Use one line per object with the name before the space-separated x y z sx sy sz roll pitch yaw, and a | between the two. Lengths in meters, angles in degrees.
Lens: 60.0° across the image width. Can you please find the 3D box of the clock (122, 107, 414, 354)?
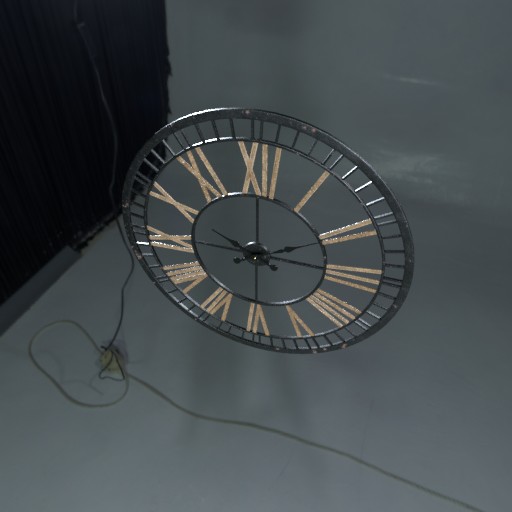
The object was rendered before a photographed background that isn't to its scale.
clock | 0.000 0.000 1.253 0.843 0.843 0.025 12 42 13
